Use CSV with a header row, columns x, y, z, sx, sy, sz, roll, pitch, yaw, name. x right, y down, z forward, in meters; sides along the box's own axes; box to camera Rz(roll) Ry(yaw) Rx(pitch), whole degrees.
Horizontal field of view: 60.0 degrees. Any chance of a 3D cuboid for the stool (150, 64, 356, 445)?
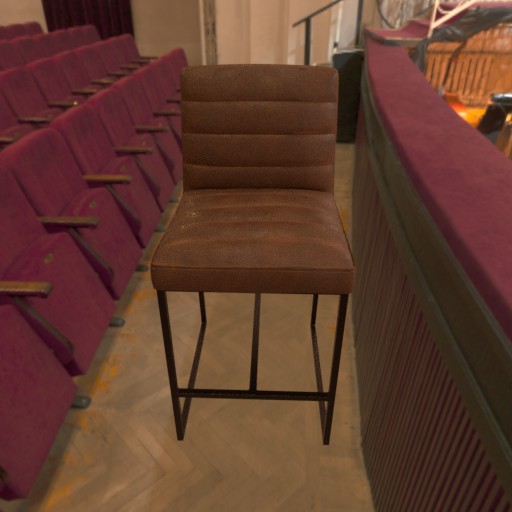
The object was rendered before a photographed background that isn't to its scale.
x,y,z,sx,sy,sz,roll,pitch,yaw,name
0.000,0.000,1.257,0.463,0.942,0.562,1,31,2,stool
